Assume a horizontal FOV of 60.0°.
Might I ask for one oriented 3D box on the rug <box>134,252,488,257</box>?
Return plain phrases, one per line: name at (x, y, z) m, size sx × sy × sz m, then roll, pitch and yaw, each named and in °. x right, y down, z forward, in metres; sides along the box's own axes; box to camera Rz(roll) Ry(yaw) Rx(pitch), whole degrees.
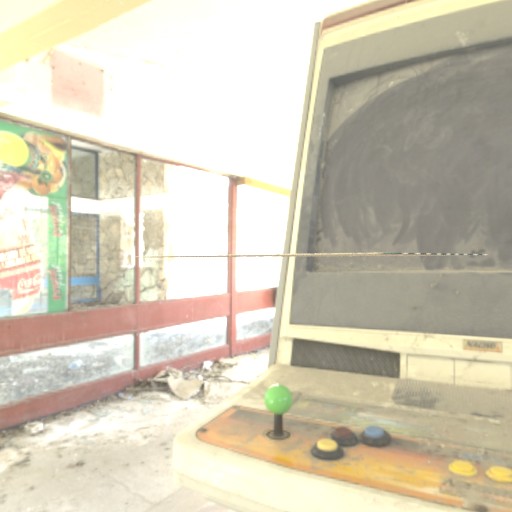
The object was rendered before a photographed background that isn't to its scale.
rug at (0.000, 0.000, 2.559) m, size 0.620 × 0.008 × 2.372 m, roll 0°, pitch -1°, yaw -36°
